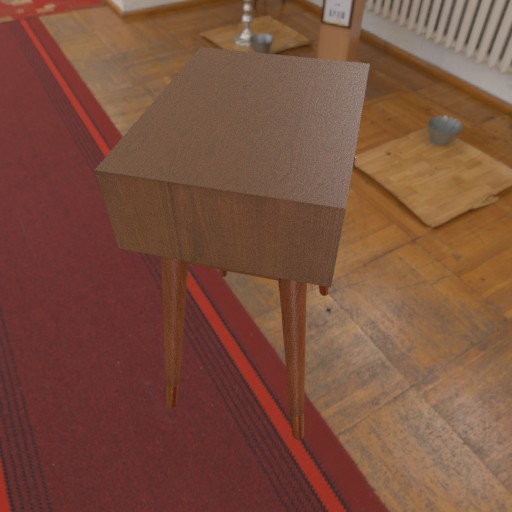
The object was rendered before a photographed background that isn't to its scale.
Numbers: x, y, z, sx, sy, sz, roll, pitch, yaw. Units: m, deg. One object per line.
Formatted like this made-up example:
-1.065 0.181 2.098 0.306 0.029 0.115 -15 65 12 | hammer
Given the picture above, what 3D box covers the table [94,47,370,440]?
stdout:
0.000 0.000 0.839 0.300 0.599 0.406 10 47 10 | table
